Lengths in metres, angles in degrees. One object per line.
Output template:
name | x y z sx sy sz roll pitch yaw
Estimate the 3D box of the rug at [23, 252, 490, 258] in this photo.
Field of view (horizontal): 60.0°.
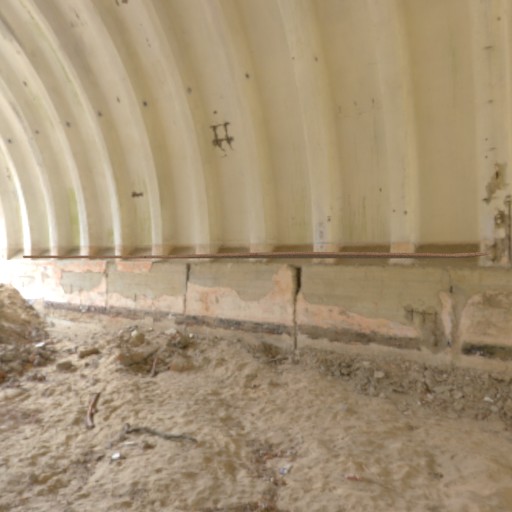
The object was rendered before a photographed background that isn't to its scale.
rug | 0.000 0.000 2.327 1.837 0.025 1.230 0 0 -2
